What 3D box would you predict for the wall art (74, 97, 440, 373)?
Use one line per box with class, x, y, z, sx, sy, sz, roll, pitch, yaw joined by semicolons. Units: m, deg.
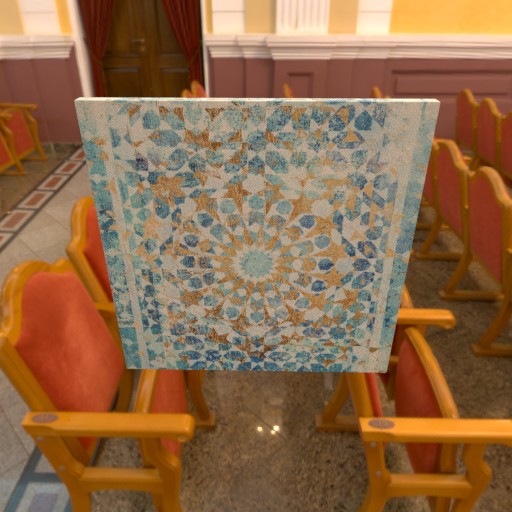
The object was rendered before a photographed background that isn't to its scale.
wall art;0.000;0.000;1.352;0.916;0.916;0.040;1;30;1
